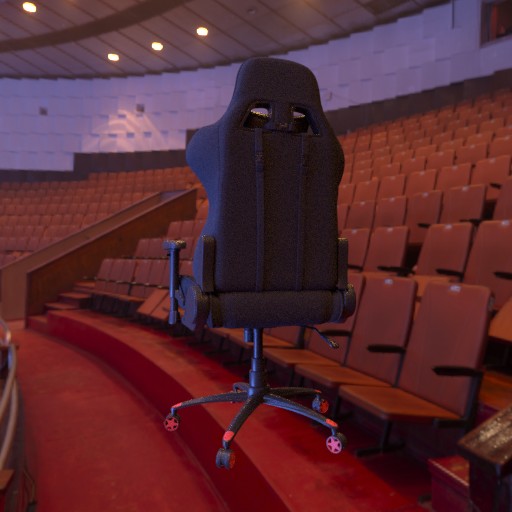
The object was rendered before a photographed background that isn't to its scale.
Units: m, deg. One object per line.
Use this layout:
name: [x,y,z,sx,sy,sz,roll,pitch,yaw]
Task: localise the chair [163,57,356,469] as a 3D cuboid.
chair: [0.000,0.000,1.728,0.695,1.326,0.658,0,0,-18]
